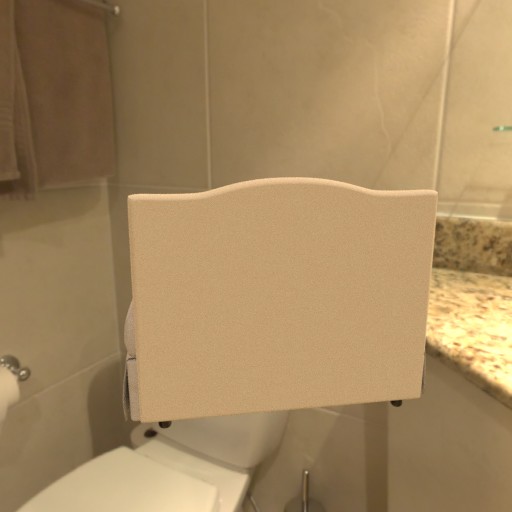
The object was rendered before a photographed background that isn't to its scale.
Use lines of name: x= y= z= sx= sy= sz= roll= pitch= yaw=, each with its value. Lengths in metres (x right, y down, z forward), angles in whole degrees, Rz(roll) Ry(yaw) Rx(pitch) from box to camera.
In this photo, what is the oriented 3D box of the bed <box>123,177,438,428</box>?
bed: x=0.000 y=0.000 z=3.682 sx=1.977 sy=1.437 sz=2.477 roll=-2 pitch=14 yaw=-9
